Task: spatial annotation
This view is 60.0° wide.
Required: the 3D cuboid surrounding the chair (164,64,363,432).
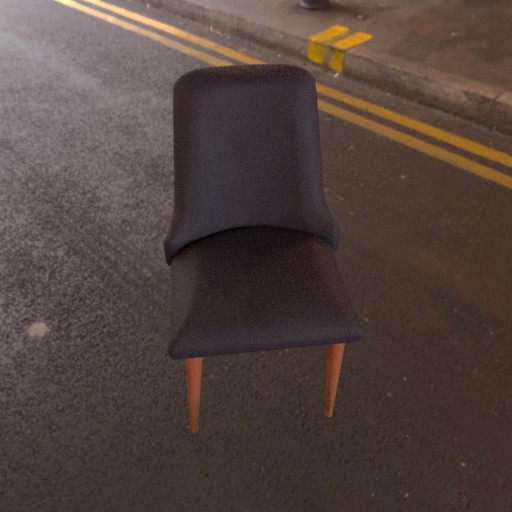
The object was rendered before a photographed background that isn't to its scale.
[{"bbox_3d":[0.000,0.000,1.207,0.504,0.820,0.567,-5,44,-5],"label":"chair"}]
